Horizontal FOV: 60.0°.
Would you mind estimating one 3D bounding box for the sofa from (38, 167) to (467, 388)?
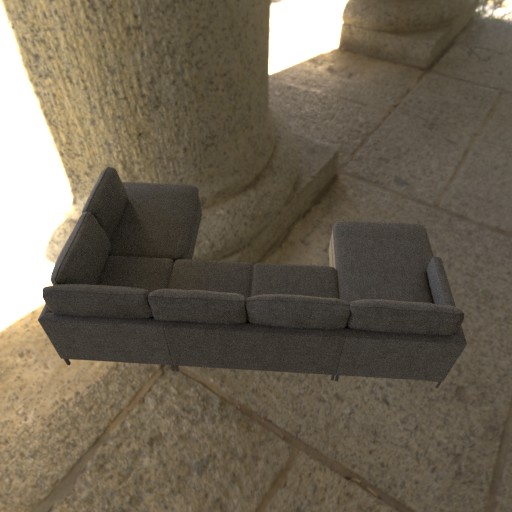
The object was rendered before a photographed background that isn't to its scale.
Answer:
[{"bbox_3d":[0.000,0.000,4.297,3.423,0.999,2.048,3,47,3],"label":"sofa"}]
